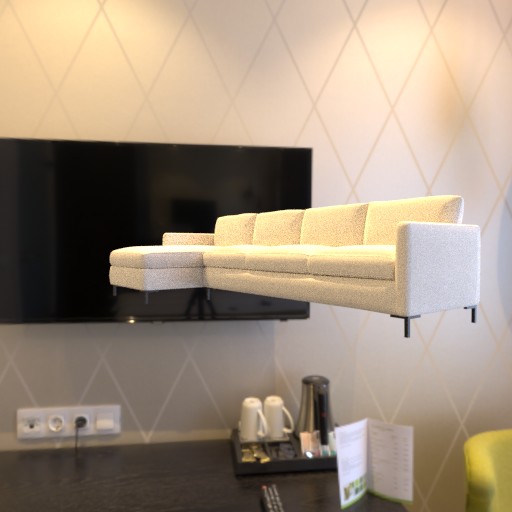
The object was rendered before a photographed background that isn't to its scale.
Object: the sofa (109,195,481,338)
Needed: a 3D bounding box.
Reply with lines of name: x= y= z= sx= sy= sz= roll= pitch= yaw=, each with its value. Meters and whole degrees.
sofa: x=0.000 y=0.000 z=3.801 sx=1.467 sy=0.875 sz=3.186 roll=-1 pitch=2 yaw=-37
